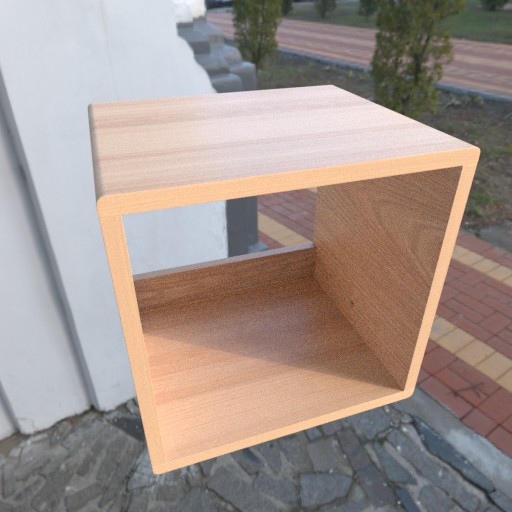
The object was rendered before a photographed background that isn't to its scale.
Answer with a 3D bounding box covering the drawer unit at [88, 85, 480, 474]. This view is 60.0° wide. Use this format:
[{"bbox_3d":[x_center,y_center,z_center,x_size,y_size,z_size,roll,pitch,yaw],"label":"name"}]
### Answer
[{"bbox_3d":[0.000,0.000,0.572,0.344,0.344,0.290,-10,34,-16],"label":"drawer unit"}]
